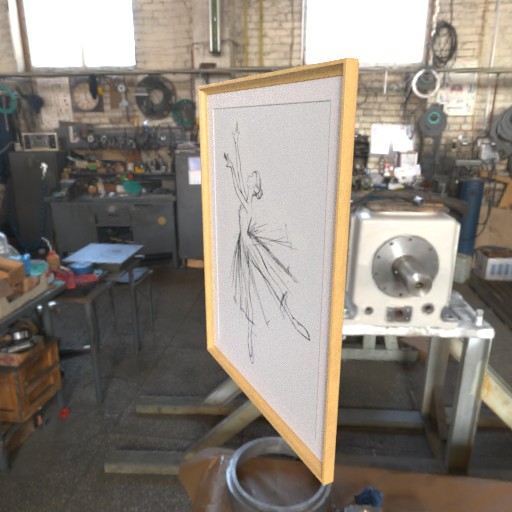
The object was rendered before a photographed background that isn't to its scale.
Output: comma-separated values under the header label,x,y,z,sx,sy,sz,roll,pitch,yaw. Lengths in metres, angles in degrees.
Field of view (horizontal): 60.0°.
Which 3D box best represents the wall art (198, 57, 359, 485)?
label,x,y,z,sx,sy,sz,roll,pitch,yaw
wall art,0.000,0.000,1.327,0.030,1.002,0.798,-9,19,-26
